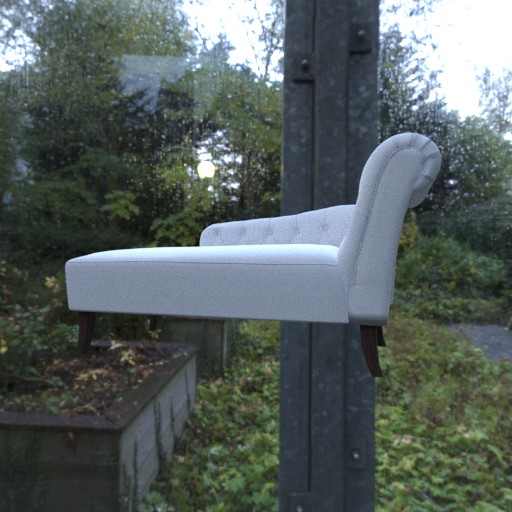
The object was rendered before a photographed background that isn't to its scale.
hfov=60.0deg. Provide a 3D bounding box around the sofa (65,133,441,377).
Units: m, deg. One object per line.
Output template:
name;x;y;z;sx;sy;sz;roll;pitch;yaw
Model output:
sofa;0.000;0.000;1.850;1.379;0.787;0.675;0;1;18
